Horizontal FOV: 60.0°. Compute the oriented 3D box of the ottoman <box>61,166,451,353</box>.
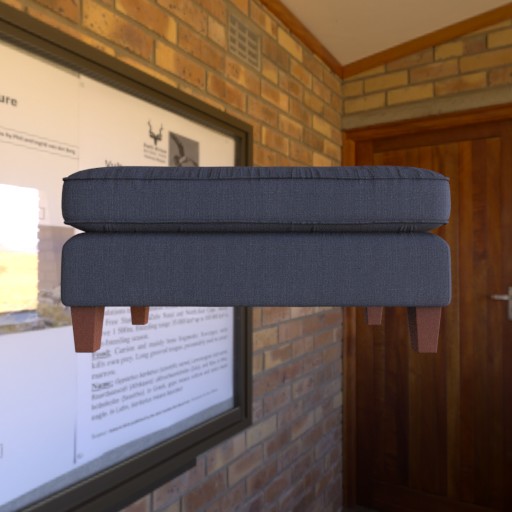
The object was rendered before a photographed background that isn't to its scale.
[{"bbox_3d":[0.000,0.000,1.223,0.885,0.438,0.570,0,-1,0],"label":"ottoman"}]
